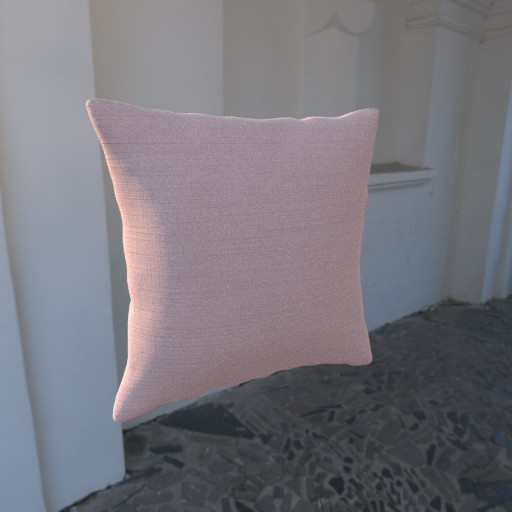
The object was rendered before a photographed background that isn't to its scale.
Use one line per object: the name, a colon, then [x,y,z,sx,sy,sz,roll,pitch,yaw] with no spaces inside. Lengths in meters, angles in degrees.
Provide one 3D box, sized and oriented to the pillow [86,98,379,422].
pillow: [0.000,0.000,0.703,0.470,0.464,0.175,-6,15,-24]
